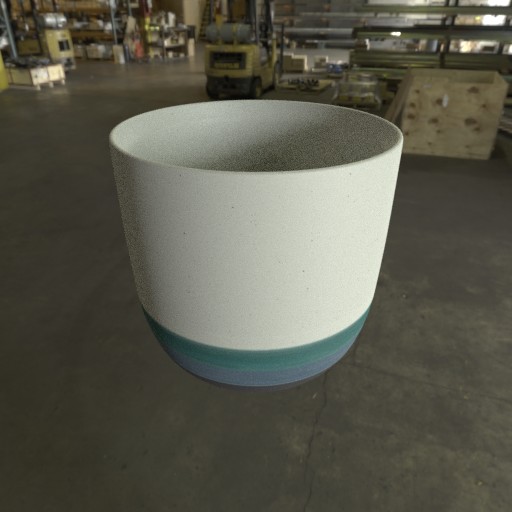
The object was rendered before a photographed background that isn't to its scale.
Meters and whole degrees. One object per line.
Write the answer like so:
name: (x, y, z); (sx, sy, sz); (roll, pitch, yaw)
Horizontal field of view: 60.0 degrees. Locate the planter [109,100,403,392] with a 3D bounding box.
planter: (0.000, 0.000, 0.371); (0.204, 0.214, 0.204); (0, 30, 0)
